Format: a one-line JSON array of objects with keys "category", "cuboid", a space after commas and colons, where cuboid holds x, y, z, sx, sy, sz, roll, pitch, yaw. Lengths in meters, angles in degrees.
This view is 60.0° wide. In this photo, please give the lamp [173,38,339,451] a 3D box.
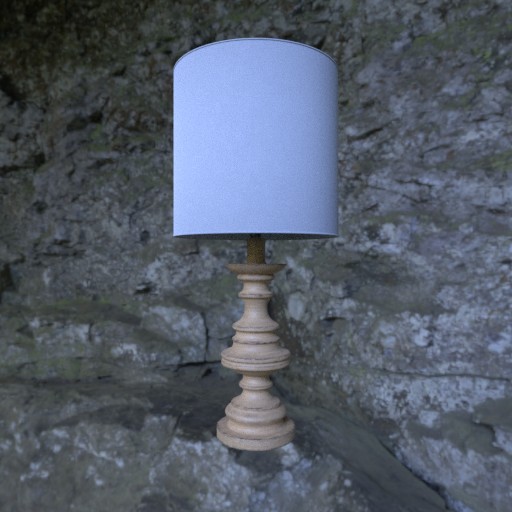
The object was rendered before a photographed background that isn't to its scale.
[{"category": "lamp", "cuboid": [0.000, 0.000, 0.567, 0.208, 0.455, 0.208, 0, 0, -37]}]
